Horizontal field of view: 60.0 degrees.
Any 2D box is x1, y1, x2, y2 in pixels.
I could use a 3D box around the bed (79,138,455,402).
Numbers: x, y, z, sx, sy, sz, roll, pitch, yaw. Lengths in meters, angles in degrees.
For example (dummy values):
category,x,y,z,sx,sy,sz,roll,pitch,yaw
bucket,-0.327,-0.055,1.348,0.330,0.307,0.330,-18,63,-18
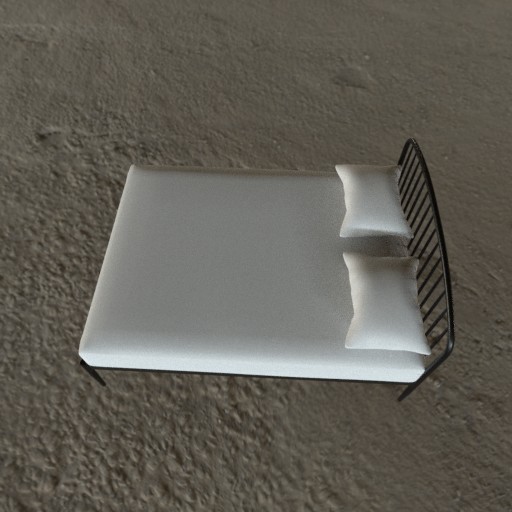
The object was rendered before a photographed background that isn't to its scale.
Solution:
category,x,y,z,sx,sy,sz,roll,pitch,yaw
bed,0.000,0.000,3.112,2.159,1.166,1.618,2,57,2
